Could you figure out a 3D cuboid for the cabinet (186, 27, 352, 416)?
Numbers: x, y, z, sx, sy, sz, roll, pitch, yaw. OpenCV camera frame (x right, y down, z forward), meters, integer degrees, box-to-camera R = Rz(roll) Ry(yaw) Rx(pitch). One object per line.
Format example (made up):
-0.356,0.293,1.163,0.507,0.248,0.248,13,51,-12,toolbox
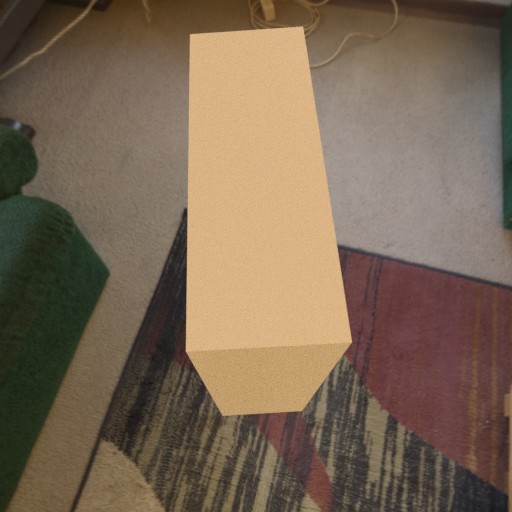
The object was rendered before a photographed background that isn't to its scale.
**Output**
0.000,0.000,1.657,0.348,1.150,0.990,-3,64,-1,cabinet
